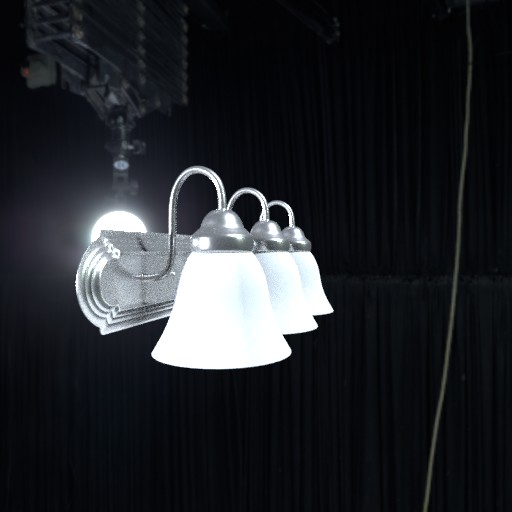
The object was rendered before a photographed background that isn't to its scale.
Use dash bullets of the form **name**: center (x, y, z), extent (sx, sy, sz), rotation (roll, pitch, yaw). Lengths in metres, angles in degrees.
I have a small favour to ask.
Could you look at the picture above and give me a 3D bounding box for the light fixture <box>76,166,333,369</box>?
- **light fixture**: center (0.000, 0.000, 0.717), extent (0.199, 0.222, 0.610), rotation (0, 1, 17)
